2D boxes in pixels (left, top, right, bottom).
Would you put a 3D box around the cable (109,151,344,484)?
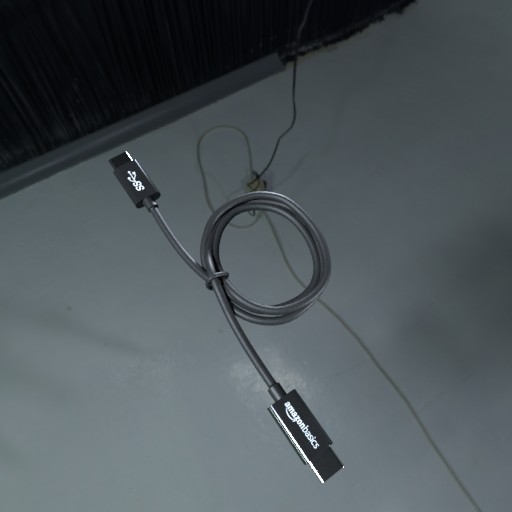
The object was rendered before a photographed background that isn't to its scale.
[{"bbox_3d":[0.000,0.000,0.209,0.070,0.014,0.186,-32,67,-15],"label":"cable"}]
